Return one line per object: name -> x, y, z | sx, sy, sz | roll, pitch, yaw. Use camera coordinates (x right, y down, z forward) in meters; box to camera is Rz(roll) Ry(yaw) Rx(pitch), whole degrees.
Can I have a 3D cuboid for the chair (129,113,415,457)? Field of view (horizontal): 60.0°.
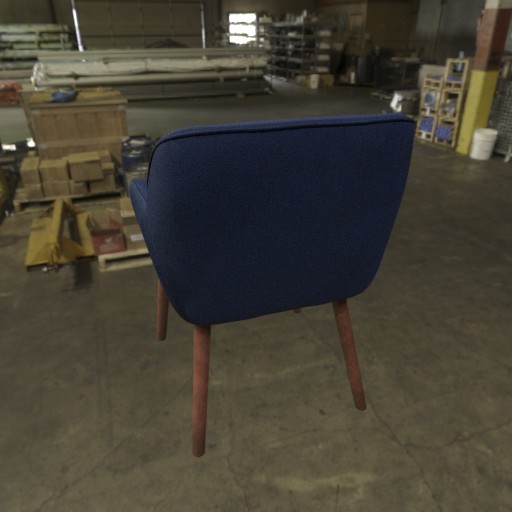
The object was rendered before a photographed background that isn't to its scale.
chair -> 0.000, 0.000, 1.217 | 0.600, 0.820, 0.600 | -9, 28, -17
